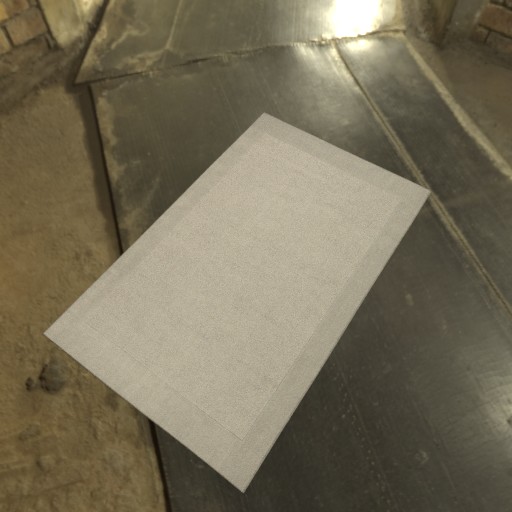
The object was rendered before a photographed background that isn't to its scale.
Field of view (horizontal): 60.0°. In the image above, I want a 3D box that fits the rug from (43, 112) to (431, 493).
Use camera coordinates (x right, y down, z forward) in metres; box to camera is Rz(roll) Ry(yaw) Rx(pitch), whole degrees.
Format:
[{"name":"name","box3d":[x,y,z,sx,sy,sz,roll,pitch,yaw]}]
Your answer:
[{"name":"rug","box3d":[0.000,0.000,3.033,1.524,0.014,2.438,31,63,17]}]
